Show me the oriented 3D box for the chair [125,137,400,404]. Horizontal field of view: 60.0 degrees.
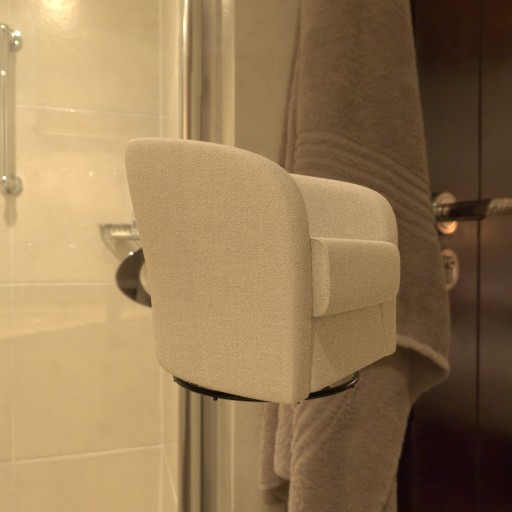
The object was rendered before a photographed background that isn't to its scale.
[{"bbox_3d":[0.000,0.000,1.463,0.815,0.771,0.791,0,0,36],"label":"chair"}]
